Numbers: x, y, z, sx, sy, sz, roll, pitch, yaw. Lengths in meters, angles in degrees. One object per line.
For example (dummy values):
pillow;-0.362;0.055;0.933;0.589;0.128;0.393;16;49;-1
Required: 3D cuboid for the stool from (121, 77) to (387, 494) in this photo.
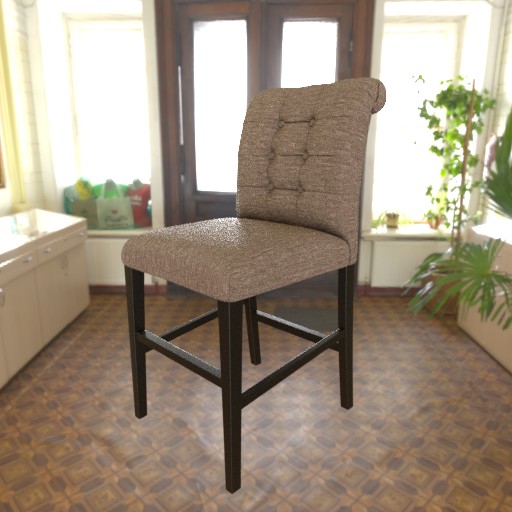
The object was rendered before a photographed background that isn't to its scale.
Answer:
stool;0.000;0.000;1.268;0.611;0.970;0.457;-13;19;-43
